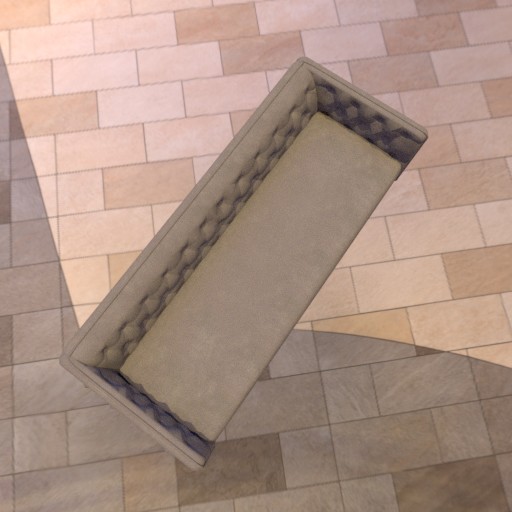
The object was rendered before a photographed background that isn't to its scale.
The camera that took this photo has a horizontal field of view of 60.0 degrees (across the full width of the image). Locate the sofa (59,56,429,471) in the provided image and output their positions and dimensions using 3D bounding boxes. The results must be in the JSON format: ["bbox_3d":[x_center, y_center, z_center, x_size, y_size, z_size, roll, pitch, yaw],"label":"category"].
[{"bbox_3d":[0.000,0.000,2.679,0.895,0.771,2.209,35,78,8],"label":"sofa"}]
